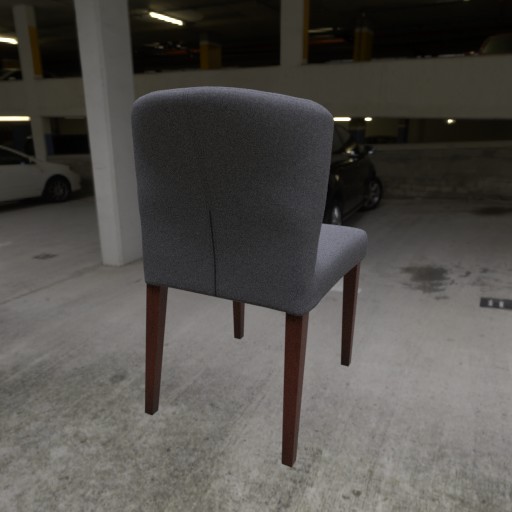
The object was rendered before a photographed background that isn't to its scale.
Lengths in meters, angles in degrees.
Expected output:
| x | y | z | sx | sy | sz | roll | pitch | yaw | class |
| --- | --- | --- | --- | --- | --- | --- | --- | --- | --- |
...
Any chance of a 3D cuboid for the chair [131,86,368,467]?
| x | y | z | sx | sy | sz | roll | pitch | yaw | class |
| --- | --- | --- | --- | --- | --- | --- | --- | --- | --- |
| 0.000 | 0.000 | 1.215 | 0.491 | 0.839 | 0.592 | 9 | 20 | 26 | chair |
